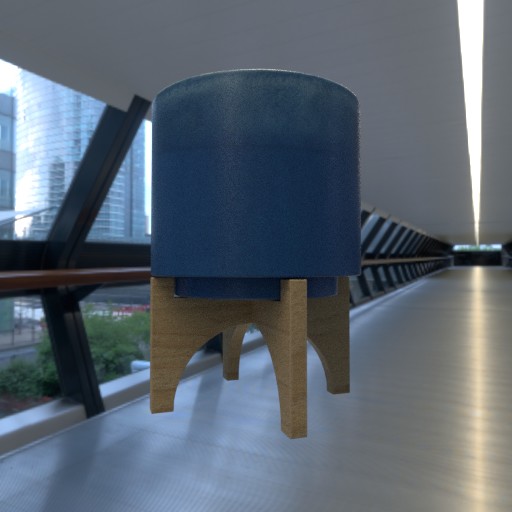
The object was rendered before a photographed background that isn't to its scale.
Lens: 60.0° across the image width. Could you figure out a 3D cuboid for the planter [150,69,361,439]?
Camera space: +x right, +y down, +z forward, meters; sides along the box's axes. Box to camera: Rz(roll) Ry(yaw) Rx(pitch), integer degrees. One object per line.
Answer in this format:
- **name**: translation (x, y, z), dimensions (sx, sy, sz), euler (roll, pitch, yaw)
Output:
- **planter**: translation (0.000, 0.000, 0.566), dimensions (0.261, 0.367, 0.261), euler (0, -1, 0)
